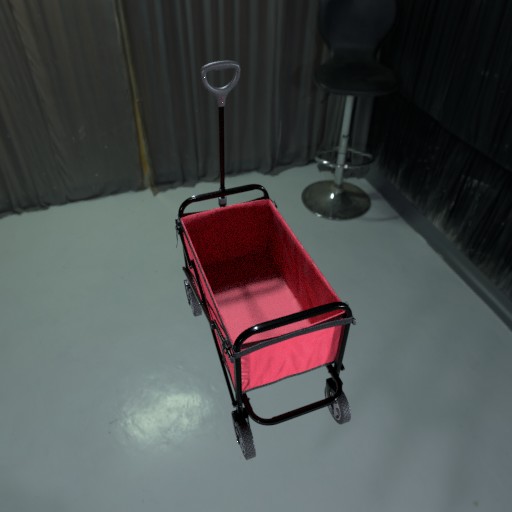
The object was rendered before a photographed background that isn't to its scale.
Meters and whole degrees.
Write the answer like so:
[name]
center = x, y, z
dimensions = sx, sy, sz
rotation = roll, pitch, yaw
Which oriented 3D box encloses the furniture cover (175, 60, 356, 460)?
[furniture cover]
center = 0.000, 0.000, 1.798
dimensions = 0.532, 1.295, 1.038
rotation = -14, 44, -15
